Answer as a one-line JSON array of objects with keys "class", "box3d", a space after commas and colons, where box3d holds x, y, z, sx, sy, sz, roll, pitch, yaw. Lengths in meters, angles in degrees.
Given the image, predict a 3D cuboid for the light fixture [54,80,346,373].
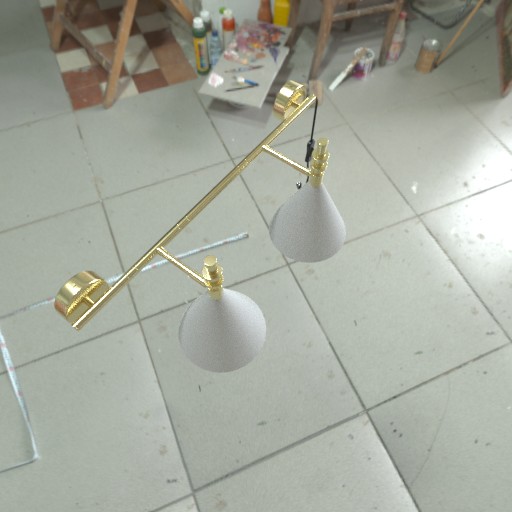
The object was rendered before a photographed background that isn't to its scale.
[{"class": "light fixture", "box3d": [0.000, 0.000, 0.862, 0.239, 0.468, 0.642, 33, 65, 18]}]
